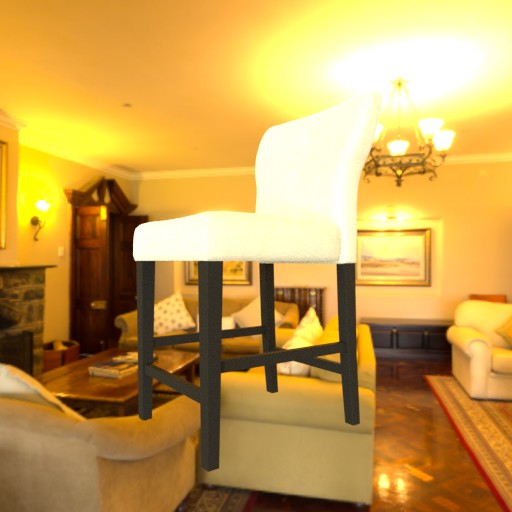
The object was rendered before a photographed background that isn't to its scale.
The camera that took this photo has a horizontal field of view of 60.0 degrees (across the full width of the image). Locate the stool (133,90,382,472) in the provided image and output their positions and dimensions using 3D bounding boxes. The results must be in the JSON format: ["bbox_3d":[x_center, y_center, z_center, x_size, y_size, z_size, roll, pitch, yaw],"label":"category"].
[{"bbox_3d":[0.000,0.000,1.319,0.603,0.972,0.514,0,-1,-36],"label":"stool"}]
